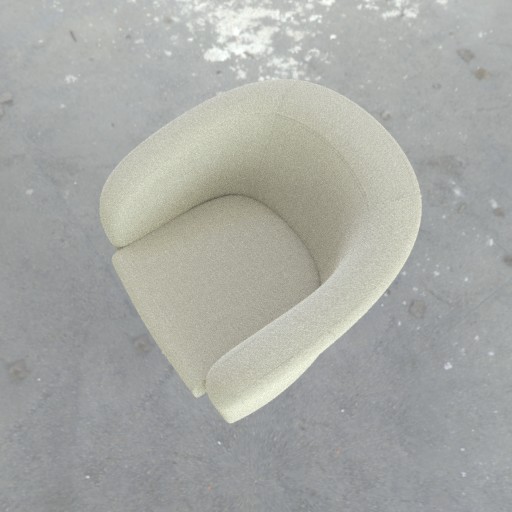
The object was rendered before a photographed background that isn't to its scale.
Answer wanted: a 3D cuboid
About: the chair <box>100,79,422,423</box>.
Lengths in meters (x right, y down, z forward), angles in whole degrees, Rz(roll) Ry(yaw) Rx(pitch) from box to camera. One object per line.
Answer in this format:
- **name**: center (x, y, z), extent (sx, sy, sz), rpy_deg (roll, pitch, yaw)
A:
- **chair**: center (0.000, 0.000, 1.440), extent (0.815, 0.771, 0.791), rpy_deg (-32, 67, -15)
